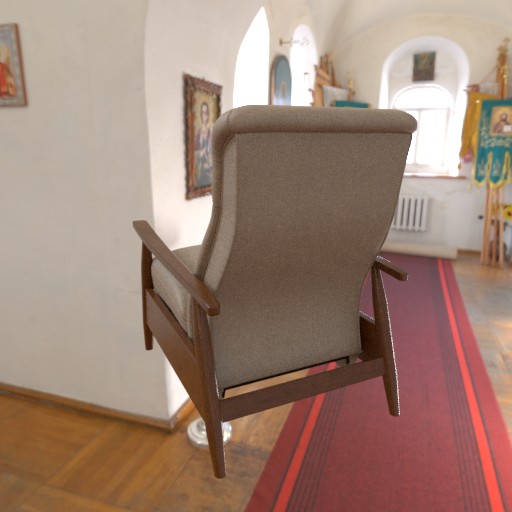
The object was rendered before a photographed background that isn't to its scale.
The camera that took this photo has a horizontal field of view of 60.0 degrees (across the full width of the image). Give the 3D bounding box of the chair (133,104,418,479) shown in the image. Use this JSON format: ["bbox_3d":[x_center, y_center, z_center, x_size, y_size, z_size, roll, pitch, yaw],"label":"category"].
[{"bbox_3d":[0.000,0.000,1.771,0.762,1.082,1.030,-7,17,-25],"label":"chair"}]
